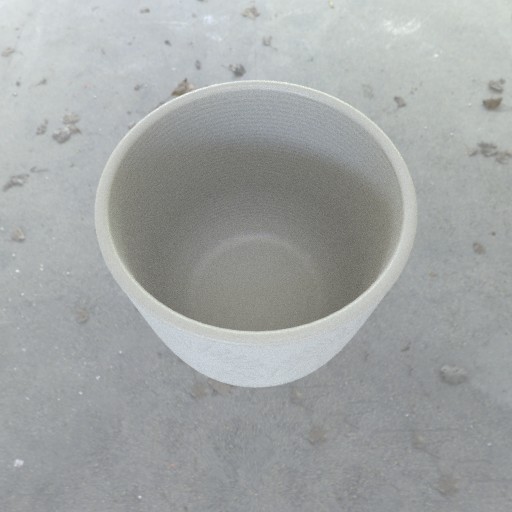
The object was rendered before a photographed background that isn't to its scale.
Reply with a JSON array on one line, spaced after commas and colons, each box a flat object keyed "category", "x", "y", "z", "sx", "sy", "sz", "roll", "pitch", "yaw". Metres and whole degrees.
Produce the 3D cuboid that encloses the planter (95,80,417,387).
[{"category": "planter", "x": 0.000, "y": 0.000, "z": 0.219, "sx": 0.124, "sy": 0.109, "sz": 0.124, "roll": 0, "pitch": 62, "yaw": 0}]
